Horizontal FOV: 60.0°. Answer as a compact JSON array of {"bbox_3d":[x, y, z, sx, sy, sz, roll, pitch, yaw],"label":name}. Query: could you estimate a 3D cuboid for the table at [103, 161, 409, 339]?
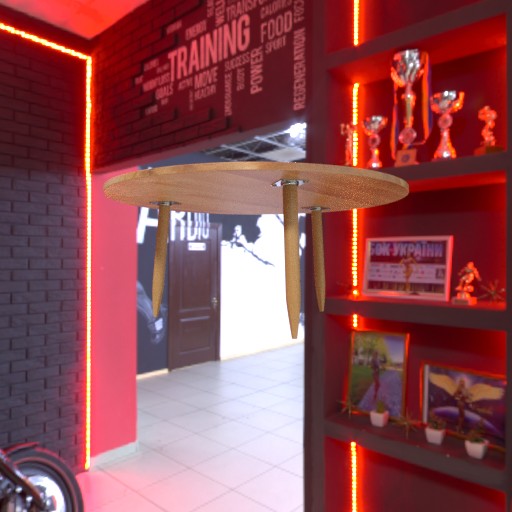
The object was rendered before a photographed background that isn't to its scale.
[{"bbox_3d":[0.000,0.000,1.380,0.900,0.400,0.900,0,-1,0],"label":"table"}]
